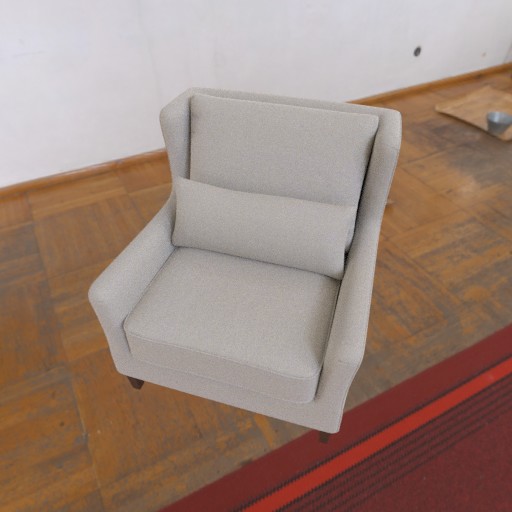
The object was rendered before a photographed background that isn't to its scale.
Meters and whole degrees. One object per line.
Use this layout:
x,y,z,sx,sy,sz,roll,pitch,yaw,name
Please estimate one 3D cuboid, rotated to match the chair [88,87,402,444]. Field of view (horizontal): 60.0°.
0.000,0.000,1.876,0.982,1.056,1.040,11,42,13,chair
